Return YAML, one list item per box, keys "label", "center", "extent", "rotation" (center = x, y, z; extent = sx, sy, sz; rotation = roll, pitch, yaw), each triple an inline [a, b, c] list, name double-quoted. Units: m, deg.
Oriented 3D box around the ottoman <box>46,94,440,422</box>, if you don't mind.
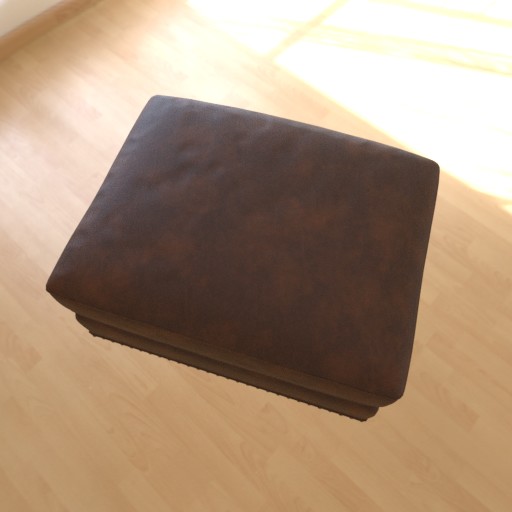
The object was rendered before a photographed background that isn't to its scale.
- label: "ottoman"
  center: [0.000, 0.000, 1.119]
  extent: [0.742, 0.486, 0.586]
  rotation: [16, 65, 7]
